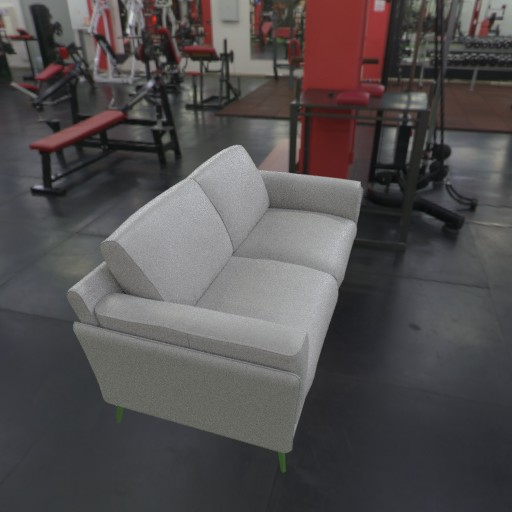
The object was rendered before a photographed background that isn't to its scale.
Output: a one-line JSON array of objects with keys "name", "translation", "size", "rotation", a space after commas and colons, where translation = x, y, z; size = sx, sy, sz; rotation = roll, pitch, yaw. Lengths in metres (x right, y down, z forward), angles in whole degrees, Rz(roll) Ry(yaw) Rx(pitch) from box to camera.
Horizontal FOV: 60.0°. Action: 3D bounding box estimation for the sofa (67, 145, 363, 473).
[{"name": "sofa", "translation": [0.000, 0.000, 2.686], "size": [1.049, 0.930, 2.101], "rotation": [9, 31, 16]}]
